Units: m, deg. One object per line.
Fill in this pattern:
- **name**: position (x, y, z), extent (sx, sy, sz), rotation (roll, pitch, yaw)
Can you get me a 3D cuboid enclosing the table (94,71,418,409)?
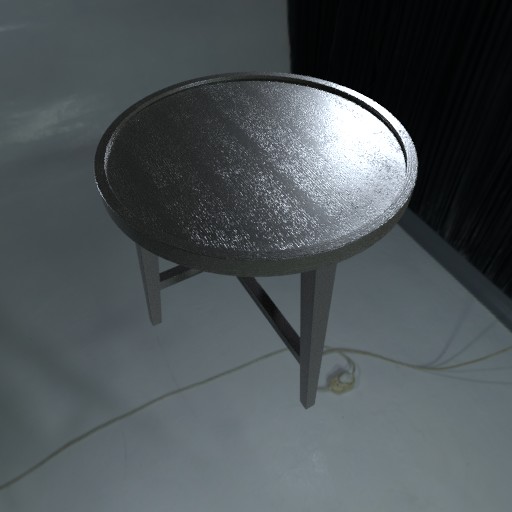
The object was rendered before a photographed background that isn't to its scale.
- **table**: position (0.000, 0.000, 0.899), extent (0.500, 0.531, 0.500), rotation (0, 48, 0)
